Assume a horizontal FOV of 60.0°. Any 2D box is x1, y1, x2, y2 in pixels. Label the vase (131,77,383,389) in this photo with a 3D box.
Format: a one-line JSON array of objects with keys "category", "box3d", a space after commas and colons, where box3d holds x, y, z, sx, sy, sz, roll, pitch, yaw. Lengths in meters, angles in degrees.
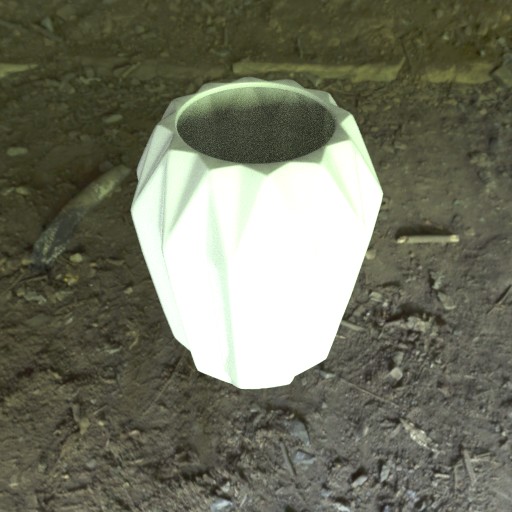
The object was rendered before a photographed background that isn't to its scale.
[{"category": "vase", "box3d": [0.000, 0.000, 0.404, 0.195, 0.275, 0.195, 0, 46, 0]}]
